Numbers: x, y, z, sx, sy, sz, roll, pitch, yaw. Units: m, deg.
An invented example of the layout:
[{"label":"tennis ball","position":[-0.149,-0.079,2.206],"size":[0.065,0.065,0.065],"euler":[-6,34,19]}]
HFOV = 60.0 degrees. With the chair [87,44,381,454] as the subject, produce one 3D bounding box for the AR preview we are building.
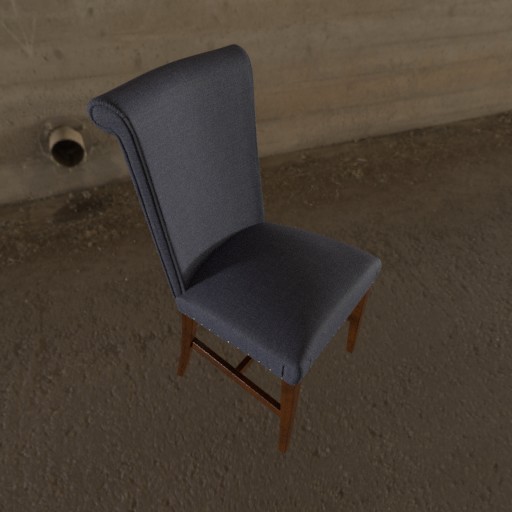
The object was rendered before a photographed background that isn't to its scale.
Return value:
[{"label":"chair","position":[0.000,0.000,1.308],"size":[0.608,0.988,0.513],"euler":[25,47,26]}]
